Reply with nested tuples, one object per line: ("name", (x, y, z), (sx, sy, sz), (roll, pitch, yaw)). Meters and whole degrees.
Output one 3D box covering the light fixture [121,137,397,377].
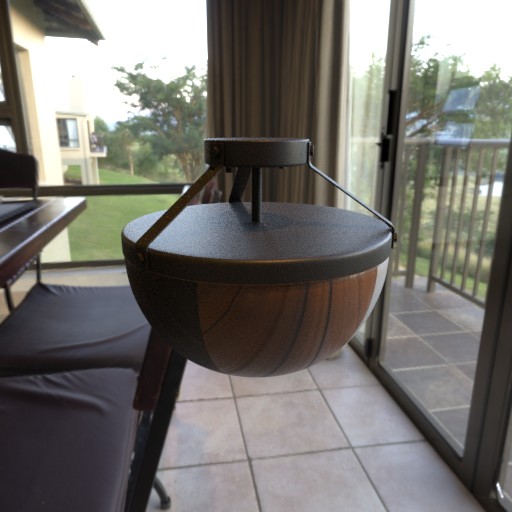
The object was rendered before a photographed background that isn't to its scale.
("light fixture", (0.000, 0.000, 0.527), (0.304, 0.269, 0.304), (0, 16, 0))
